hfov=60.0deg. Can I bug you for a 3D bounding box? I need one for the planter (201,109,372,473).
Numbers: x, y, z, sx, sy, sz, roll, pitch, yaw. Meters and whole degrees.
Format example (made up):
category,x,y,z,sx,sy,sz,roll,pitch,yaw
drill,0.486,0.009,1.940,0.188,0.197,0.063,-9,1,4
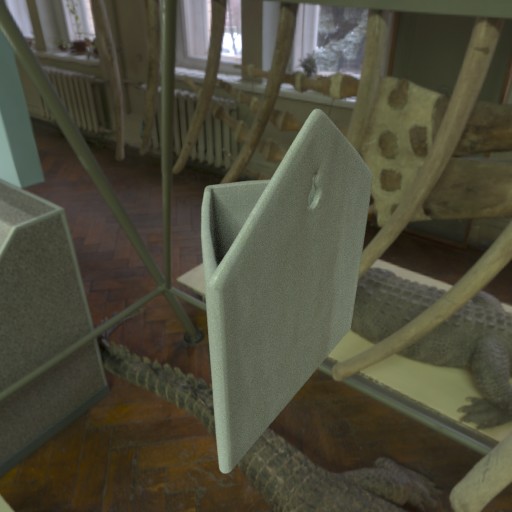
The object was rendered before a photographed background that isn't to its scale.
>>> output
category,x,y,z,sx,sy,sz,roll,pitch,yaw
planter,0.000,0.000,0.283,0.080,0.194,0.163,21,38,30
